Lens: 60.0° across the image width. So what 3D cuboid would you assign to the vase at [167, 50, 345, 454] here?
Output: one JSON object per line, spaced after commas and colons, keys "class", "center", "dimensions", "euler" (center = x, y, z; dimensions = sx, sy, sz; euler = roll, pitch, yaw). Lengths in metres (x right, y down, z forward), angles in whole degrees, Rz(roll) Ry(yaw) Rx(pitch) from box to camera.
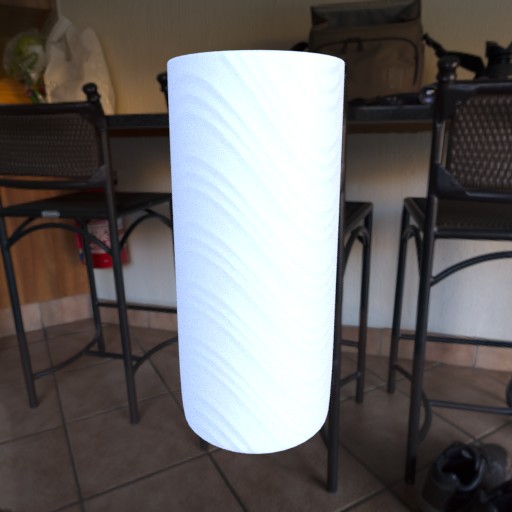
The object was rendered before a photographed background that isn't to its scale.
{"class": "vase", "center": [0.000, 0.000, 0.394], "dimensions": [0.143, 0.316, 0.143], "euler": [0, 16, 0]}
